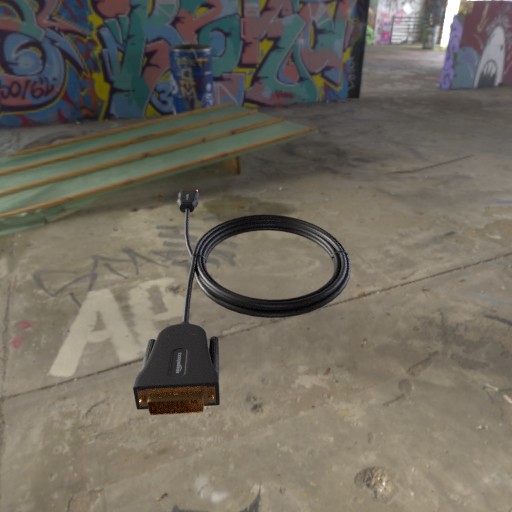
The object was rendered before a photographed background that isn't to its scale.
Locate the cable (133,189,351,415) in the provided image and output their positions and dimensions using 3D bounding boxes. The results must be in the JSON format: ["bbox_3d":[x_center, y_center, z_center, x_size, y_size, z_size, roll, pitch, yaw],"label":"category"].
[{"bbox_3d":[0.000,0.000,0.330,0.136,0.015,0.281,-2,29,-3],"label":"cable"}]
